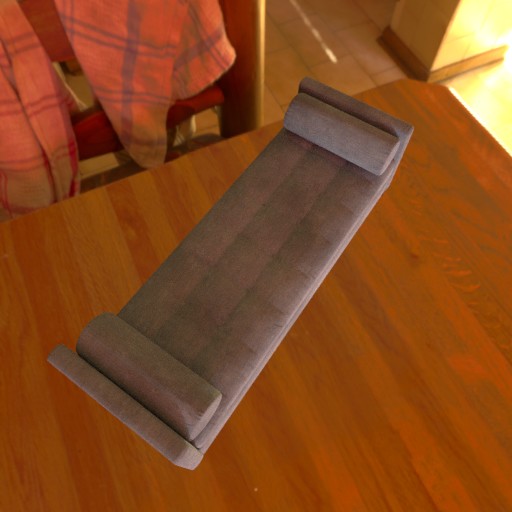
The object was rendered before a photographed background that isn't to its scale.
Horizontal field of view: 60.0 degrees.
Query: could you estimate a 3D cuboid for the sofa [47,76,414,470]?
[{"bbox_3d":[0.000,0.000,2.317,0.686,0.635,1.981,32,67,15],"label":"sofa"}]
